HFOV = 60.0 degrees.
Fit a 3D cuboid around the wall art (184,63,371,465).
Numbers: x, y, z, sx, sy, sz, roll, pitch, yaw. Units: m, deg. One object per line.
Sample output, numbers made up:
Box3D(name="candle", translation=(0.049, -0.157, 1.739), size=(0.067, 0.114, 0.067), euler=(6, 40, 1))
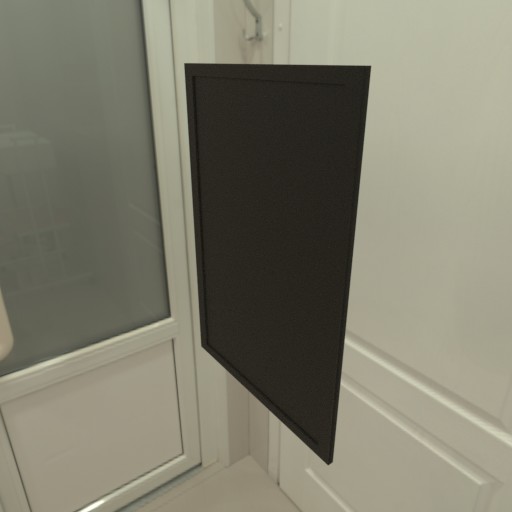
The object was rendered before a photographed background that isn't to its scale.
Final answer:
Box3D(name="wall art", translation=(0.000, 0.000, 0.832), size=(0.012, 0.661, 0.451), euler=(-17, 29, -33))
